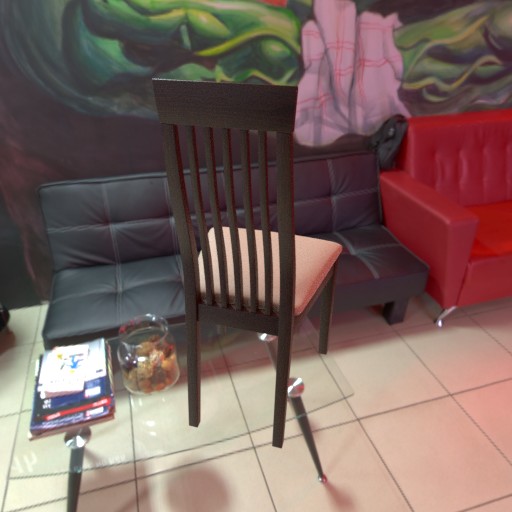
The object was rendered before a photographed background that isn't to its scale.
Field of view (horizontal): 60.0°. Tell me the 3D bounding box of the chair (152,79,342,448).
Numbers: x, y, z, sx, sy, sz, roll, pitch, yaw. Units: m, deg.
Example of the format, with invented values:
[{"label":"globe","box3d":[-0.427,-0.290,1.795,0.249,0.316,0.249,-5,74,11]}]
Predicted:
[{"label":"chair","box3d":[0.000,0.000,1.288,0.460,1.027,0.474,8,32,14]}]
